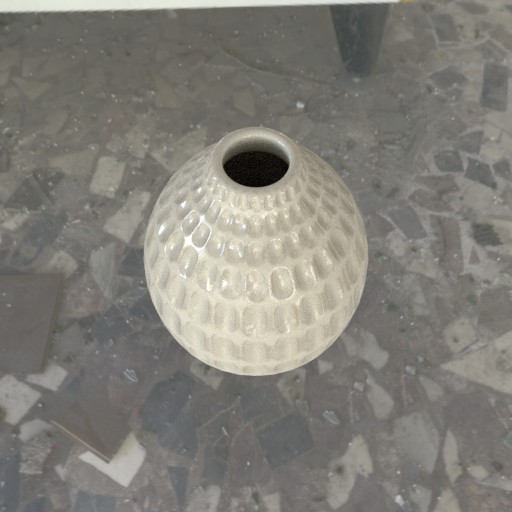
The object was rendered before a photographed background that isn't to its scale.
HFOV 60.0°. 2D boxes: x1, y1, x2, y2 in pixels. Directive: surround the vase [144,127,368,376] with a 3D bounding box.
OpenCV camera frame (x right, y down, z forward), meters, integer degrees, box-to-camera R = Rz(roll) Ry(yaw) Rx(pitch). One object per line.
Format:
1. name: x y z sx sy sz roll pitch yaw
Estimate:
1. vase: 0.000 0.000 0.258 0.128 0.167 0.128 0 61 0
